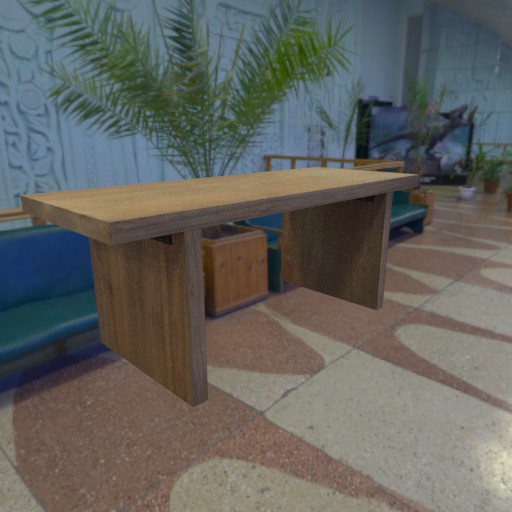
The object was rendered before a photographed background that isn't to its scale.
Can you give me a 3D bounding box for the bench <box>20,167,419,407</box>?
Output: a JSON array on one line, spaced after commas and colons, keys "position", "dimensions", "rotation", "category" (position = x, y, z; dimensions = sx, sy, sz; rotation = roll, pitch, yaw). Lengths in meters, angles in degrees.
[{"position": [0.000, 0.000, 1.401], "dimensions": [1.183, 0.458, 0.458], "rotation": [-15, 22, -43], "category": "bench"}]
